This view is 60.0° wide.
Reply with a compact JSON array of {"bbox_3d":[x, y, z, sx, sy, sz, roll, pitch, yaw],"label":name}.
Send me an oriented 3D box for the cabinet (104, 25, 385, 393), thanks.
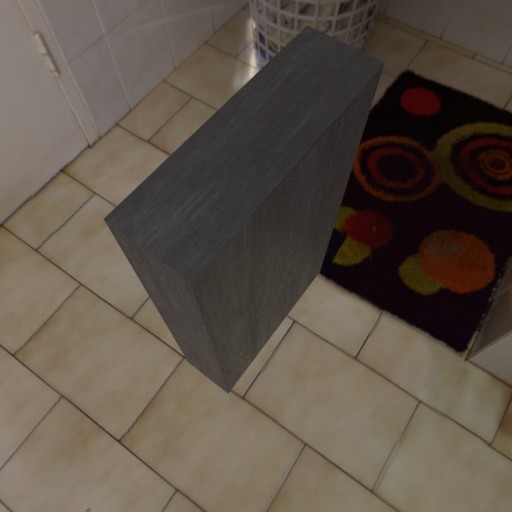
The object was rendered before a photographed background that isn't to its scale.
[{"bbox_3d":[0.000,0.000,1.587,0.250,1.280,0.750,34,68,15],"label":"cabinet"}]
